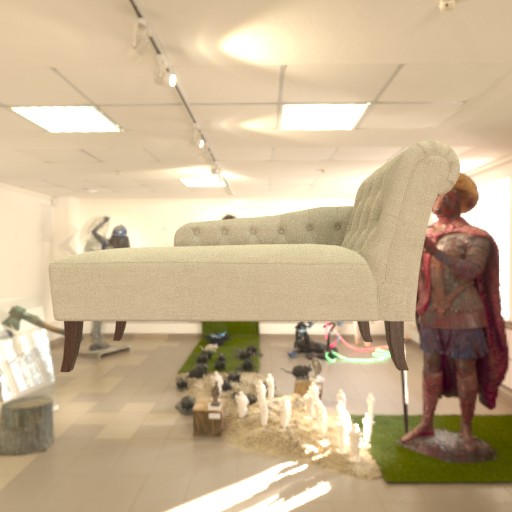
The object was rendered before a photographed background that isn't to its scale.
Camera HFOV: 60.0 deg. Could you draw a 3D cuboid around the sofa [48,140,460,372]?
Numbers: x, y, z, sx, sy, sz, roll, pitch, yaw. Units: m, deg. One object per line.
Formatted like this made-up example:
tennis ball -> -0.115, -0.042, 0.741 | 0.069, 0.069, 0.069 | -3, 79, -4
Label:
sofa -> 0.000, 0.000, 1.790 | 1.379, 0.787, 0.675 | 0, 0, 1
